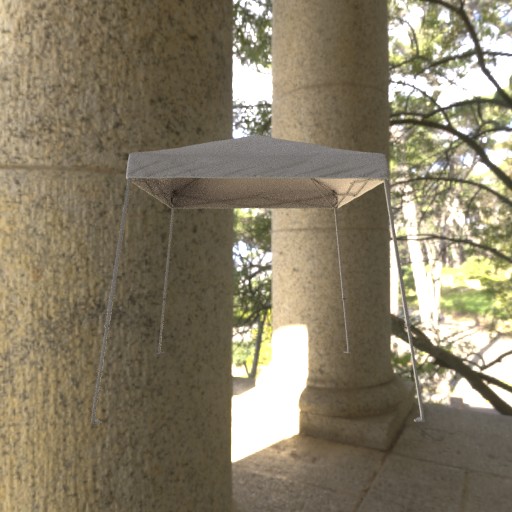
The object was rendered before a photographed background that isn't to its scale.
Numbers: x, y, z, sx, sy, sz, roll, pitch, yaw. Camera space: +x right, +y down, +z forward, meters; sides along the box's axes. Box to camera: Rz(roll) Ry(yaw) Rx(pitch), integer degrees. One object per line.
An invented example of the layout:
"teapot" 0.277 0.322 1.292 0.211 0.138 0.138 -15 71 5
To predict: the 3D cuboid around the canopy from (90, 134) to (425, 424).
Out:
"canopy" 0.000 0.000 6.561 3.600 3.600 3.599 0 0 -1
